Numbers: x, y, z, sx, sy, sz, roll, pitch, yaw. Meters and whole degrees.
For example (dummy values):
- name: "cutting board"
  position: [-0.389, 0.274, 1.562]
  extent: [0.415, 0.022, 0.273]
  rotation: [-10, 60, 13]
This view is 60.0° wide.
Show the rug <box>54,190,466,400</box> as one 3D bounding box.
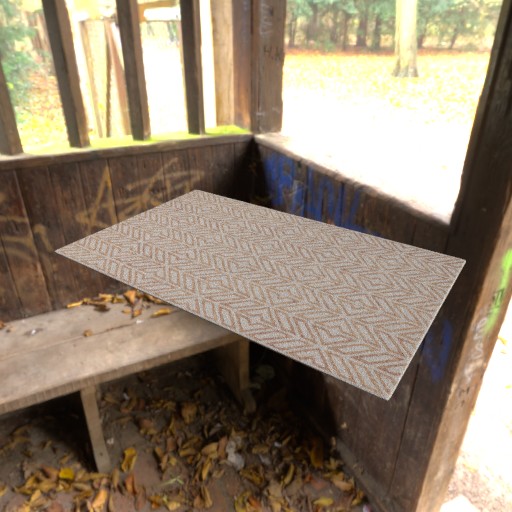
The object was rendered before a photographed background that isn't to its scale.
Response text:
- name: "rug"
  position: [0.000, 0.000, 3.081]
  extent: [2.438, 0.008, 1.523]
  rotation: [18, 34, 30]
